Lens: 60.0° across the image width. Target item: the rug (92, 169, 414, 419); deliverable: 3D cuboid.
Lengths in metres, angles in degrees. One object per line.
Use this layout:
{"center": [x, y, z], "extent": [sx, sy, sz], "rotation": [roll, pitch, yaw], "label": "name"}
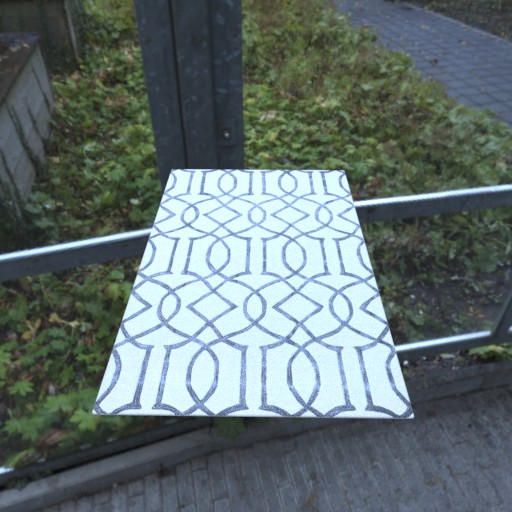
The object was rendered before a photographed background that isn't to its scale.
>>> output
{"center": [0.000, 0.000, 2.994], "extent": [1.521, 0.017, 2.365], "rotation": [1, 40, 1], "label": "rug"}
